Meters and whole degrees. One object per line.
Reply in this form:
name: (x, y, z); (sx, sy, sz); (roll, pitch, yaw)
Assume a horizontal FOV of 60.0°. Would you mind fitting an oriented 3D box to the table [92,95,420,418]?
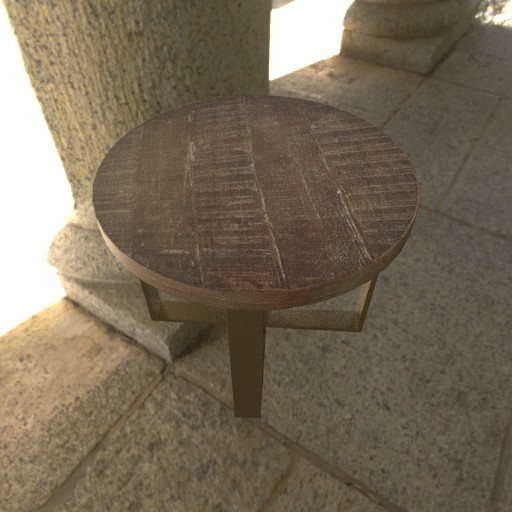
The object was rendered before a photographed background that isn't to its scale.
table: (0.000, 0.000, 0.934); (0.557, 0.437, 0.557); (0, 46, 0)
